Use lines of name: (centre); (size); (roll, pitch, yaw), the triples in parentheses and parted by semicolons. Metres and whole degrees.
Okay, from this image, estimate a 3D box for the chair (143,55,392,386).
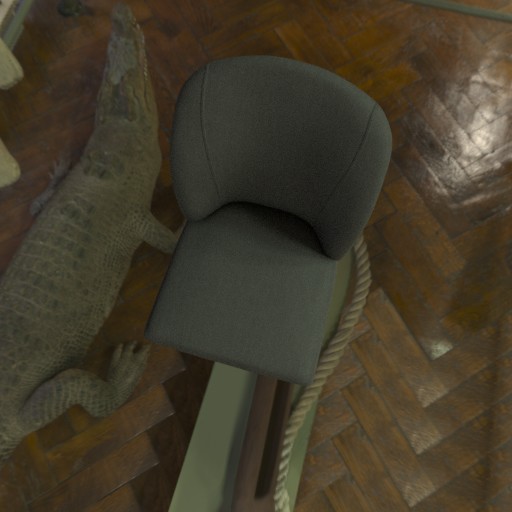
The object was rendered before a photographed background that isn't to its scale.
chair: (0.000, 0.000, 1.255); (0.506, 0.879, 0.619); (15, 75, 4)
